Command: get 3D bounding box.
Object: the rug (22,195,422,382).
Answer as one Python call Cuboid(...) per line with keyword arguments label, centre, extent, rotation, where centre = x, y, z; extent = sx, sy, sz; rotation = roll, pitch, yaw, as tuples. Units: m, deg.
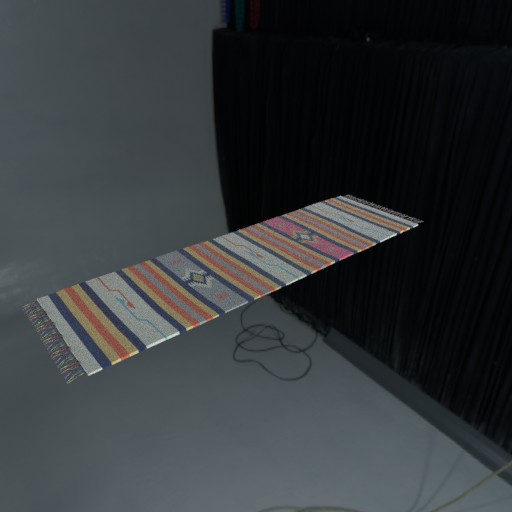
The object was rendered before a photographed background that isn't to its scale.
Cuboid(label="rug", centre=(0.000, 0.000, 2.639), extent=(2.455, 0.017, 0.695), rotation=(-21, 35, -33))
